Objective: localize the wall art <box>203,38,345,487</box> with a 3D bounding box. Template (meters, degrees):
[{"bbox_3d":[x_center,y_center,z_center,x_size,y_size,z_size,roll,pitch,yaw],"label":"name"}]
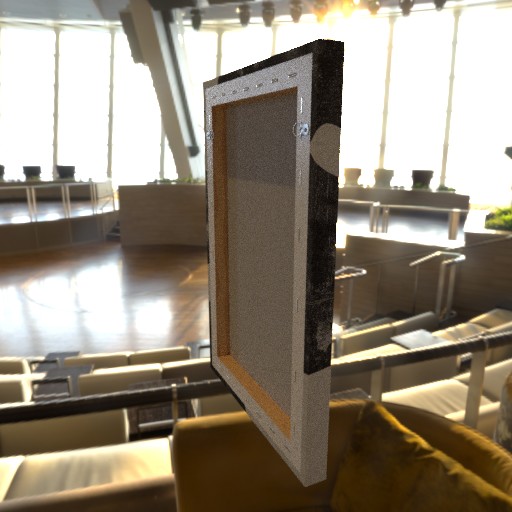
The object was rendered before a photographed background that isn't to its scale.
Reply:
[{"bbox_3d":[0.000,0.000,0.766,0.039,0.610,0.407,-7,15,-25],"label":"wall art"}]
